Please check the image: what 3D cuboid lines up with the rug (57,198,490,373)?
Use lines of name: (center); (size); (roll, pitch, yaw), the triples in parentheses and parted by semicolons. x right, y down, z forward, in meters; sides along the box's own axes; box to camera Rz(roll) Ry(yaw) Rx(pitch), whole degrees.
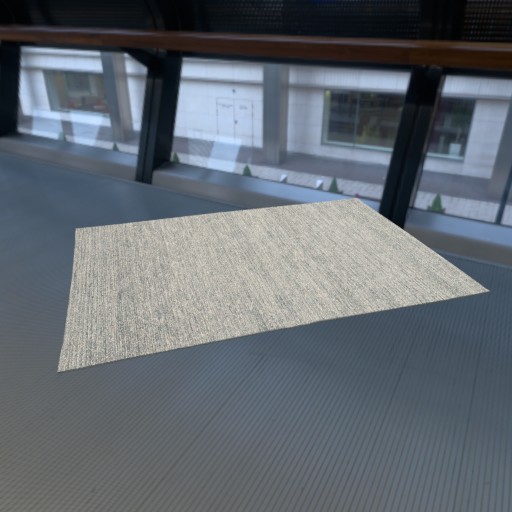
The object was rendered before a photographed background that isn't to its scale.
rug: (0.000, 0.000, 2.928); (2.338, 0.030, 1.616); (-8, 29, -15)
